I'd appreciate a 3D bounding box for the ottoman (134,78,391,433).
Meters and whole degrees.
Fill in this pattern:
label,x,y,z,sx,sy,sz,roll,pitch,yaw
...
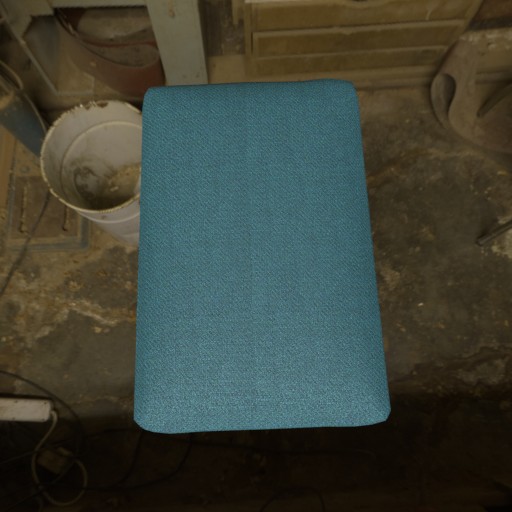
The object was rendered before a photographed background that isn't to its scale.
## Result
label,x,y,z,sx,sy,sz,roll,pitch,yaw
ottoman,0.000,0.000,1.206,0.563,0.498,0.856,-2,76,-1
